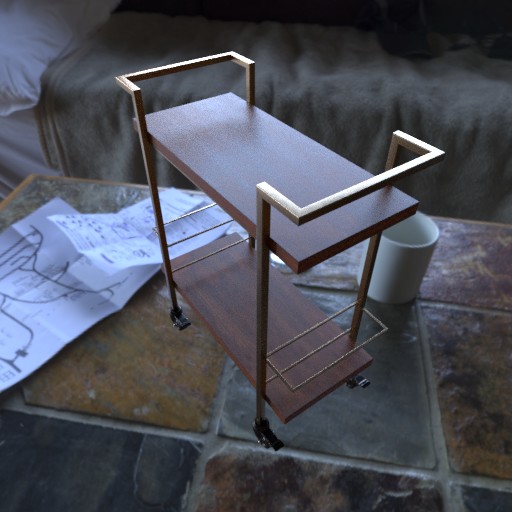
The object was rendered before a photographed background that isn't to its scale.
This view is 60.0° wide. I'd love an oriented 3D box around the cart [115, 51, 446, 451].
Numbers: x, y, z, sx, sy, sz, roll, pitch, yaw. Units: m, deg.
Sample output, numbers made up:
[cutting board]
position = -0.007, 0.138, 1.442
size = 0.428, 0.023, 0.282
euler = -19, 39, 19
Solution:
[cart]
position = 0.000, 0.000, 1.178
size = 0.364, 0.807, 0.695
euler = -25, 47, -26
